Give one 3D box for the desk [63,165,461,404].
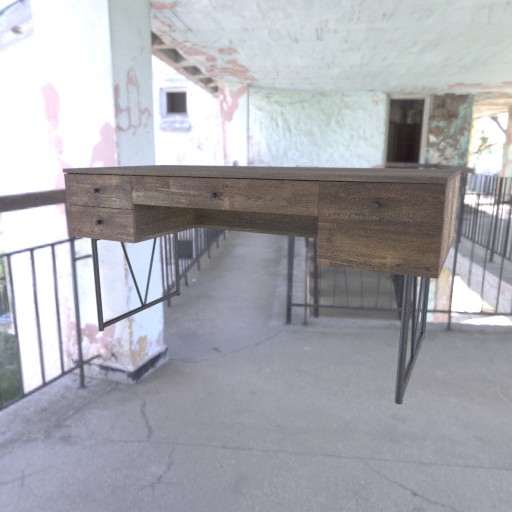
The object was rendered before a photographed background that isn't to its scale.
[{"bbox_3d":[0.000,0.000,2.025,1.600,0.780,0.730,7,15,26],"label":"desk"}]
